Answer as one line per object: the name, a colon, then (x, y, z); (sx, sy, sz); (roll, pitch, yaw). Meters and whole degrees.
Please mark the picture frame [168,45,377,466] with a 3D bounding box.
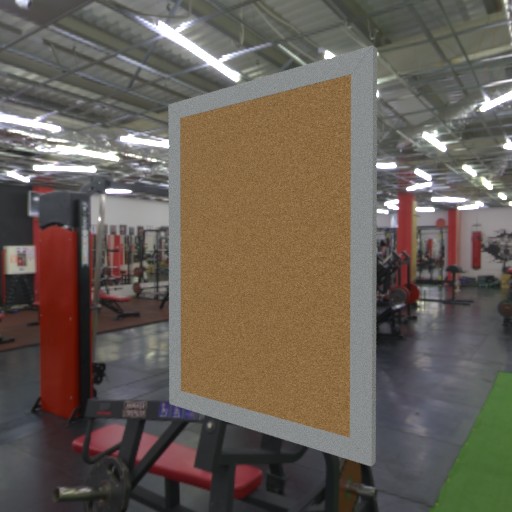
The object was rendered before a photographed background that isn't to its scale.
picture frame: (0.000, 0.000, 0.585); (0.326, 0.459, 0.011); (1, 1, 37)
